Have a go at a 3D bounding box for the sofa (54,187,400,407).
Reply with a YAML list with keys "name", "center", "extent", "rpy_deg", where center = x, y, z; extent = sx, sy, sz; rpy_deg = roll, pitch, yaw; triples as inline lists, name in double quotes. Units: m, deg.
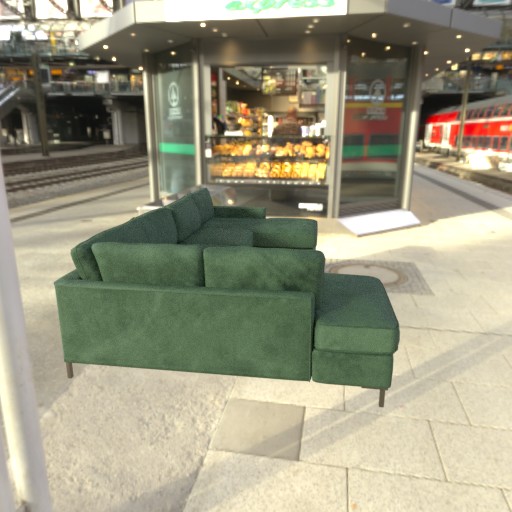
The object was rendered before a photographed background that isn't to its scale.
- name: "sofa"
  center: [0.000, 0.000, 3.872]
  extent: [1.992, 0.861, 2.994]
  rpy_deg: [2, 16, 8]
